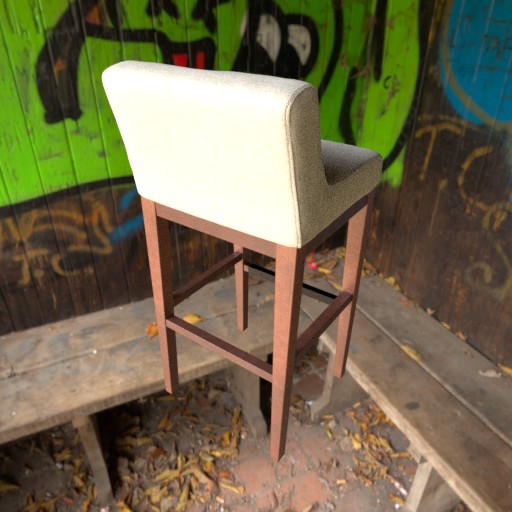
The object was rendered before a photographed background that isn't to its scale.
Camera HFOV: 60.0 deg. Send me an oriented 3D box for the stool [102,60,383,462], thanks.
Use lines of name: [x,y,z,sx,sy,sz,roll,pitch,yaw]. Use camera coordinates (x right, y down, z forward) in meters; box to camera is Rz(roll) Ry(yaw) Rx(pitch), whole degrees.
stool: [0.000,0.000,1.269,0.511,1.037,0.500,20,36,30]
